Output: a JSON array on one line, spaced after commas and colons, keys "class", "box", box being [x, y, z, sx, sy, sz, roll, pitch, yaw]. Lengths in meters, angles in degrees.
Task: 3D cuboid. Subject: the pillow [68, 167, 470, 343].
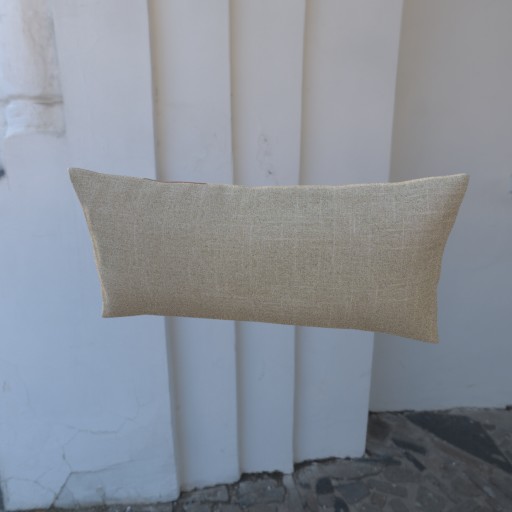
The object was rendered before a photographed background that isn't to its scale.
[{"class": "pillow", "box": [0.000, 0.000, 0.730, 0.612, 0.282, 0.155, 3, 16, 10]}]
